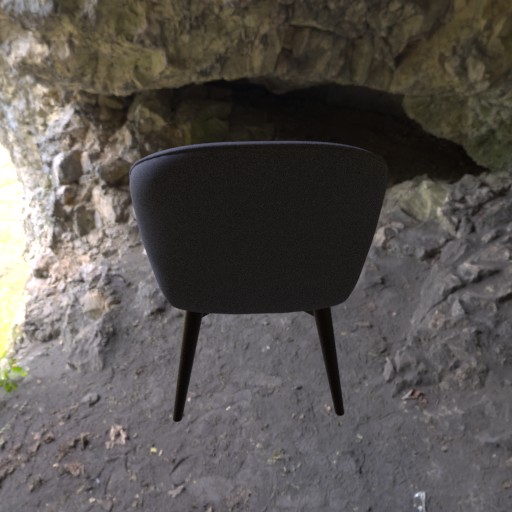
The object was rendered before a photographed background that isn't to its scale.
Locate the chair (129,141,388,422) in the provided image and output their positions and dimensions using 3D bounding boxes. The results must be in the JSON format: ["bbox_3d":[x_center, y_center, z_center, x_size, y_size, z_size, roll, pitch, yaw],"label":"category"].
[{"bbox_3d":[0.000,0.000,1.227,0.589,0.810,0.611,-1,31,-2],"label":"chair"}]
